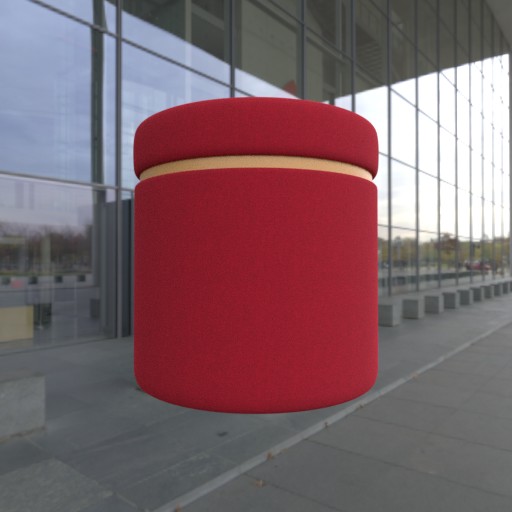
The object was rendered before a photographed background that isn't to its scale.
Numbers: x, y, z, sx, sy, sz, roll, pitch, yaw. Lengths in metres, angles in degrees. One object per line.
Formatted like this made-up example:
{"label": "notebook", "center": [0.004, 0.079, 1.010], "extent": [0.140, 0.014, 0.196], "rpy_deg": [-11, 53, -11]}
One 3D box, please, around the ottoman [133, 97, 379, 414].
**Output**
{"label": "ottoman", "center": [0.000, 0.000, 0.747], "extent": [0.400, 0.406, 0.400], "rpy_deg": [0, -1, 0]}
